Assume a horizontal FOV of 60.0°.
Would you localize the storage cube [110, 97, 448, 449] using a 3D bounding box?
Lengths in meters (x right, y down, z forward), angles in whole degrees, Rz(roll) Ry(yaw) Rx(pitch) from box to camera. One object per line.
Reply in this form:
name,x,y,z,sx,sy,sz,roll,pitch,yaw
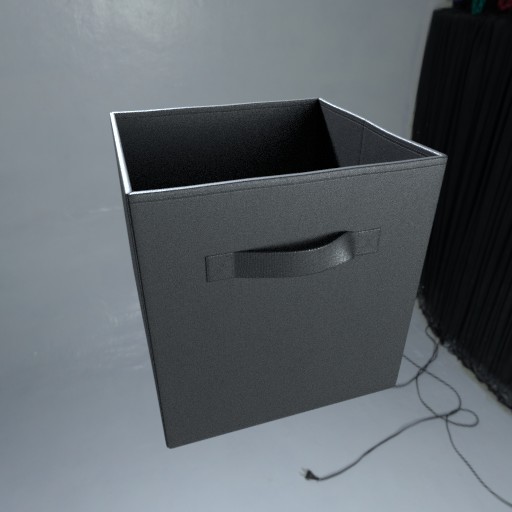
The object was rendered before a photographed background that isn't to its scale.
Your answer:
storage cube,0.000,0.000,0.504,0.270,0.280,0.270,-10,32,-16
